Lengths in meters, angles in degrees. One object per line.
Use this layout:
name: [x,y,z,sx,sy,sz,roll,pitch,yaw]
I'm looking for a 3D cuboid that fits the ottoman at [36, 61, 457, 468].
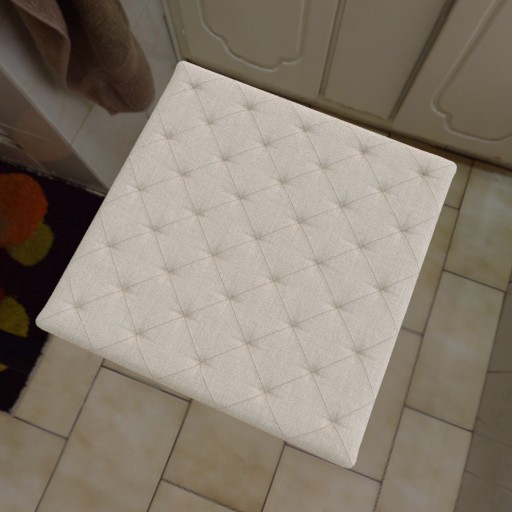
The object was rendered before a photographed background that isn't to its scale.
ottoman: [0.000,0.000,1.592,1.028,0.439,1.028,23,77,6]
